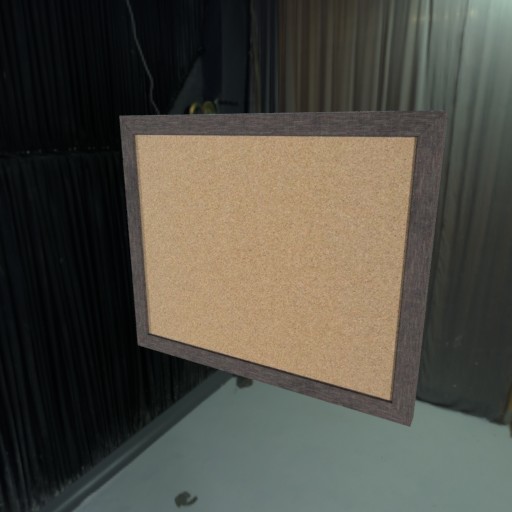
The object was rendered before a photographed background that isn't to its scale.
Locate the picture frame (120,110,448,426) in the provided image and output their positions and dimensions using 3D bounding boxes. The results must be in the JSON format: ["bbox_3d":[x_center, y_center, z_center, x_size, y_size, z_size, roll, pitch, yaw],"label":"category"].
[{"bbox_3d":[0.000,0.000,0.744,0.546,0.455,0.026,9,18,28],"label":"picture frame"}]
